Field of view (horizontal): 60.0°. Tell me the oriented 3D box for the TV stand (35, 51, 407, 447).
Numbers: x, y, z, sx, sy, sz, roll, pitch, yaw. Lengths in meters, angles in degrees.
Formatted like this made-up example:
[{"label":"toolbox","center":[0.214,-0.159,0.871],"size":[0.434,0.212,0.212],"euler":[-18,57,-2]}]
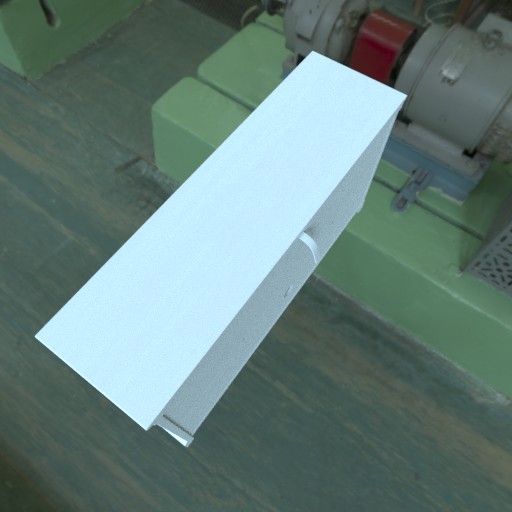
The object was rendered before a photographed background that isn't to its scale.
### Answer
[{"label":"TV stand","center":[0.000,0.000,1.459],"size":[0.424,0.624,1.187],"euler":[33,68,15]}]
